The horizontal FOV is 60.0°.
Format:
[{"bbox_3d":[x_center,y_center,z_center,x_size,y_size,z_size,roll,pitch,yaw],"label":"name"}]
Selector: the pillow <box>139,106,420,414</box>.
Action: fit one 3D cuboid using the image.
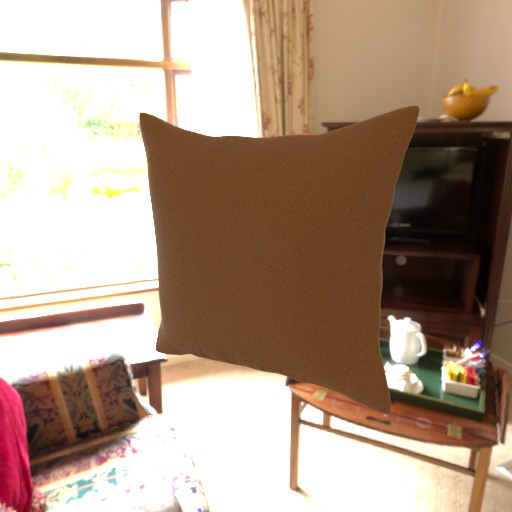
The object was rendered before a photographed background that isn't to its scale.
[{"bbox_3d":[0.000,0.000,0.702,0.453,0.443,0.168,8,18,28],"label":"pillow"}]
